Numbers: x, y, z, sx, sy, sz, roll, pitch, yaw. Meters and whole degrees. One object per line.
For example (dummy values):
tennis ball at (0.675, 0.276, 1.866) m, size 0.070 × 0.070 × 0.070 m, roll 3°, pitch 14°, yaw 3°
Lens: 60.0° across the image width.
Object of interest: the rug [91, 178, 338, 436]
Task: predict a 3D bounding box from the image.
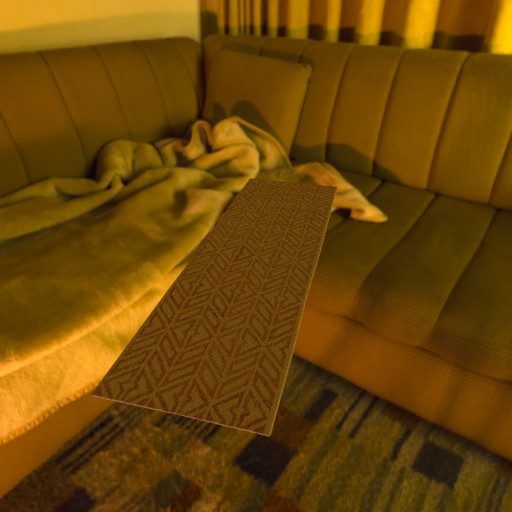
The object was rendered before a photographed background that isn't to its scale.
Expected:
rug at (0.000, 0.000, 2.723) m, size 0.750 × 0.009 × 2.435 m, roll 8°, pitch 32°, yaw 13°
